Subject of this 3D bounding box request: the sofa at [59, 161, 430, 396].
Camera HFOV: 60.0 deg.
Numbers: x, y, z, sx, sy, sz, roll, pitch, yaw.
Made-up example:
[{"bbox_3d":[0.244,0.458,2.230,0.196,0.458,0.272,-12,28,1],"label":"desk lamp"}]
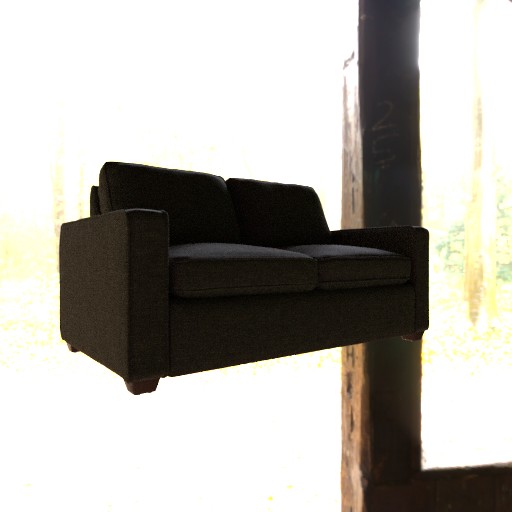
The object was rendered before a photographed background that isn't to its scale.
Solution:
[{"bbox_3d":[0.000,0.000,2.271,1.709,0.918,0.947,0,0,-36],"label":"sofa"}]
